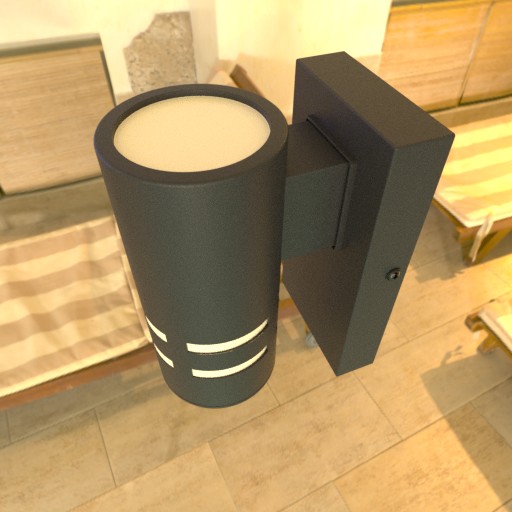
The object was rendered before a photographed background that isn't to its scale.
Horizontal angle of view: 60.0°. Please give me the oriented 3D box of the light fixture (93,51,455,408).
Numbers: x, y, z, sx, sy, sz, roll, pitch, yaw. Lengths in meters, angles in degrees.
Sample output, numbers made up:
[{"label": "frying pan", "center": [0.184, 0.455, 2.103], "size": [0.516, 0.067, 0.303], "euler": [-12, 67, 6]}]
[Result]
[{"label": "light fixture", "center": [0.000, 0.000, 0.256], "size": [0.138, 0.179, 0.098], "euler": [-16, 48, -15]}]
